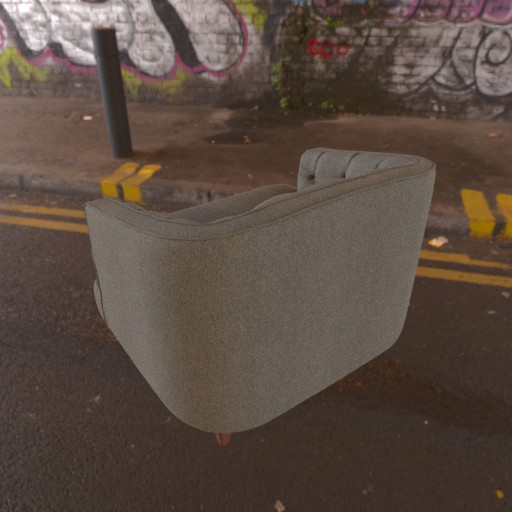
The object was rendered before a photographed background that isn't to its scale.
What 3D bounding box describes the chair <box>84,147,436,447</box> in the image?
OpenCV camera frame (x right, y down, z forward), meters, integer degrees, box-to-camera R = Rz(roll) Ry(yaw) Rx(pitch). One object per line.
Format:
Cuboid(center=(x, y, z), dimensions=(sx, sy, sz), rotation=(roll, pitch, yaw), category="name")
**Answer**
Cuboid(center=(0.000, 0.000, 1.724), dimensions=(1.094, 0.852, 0.945), rotation=(-20, 36, -30), category="chair")
